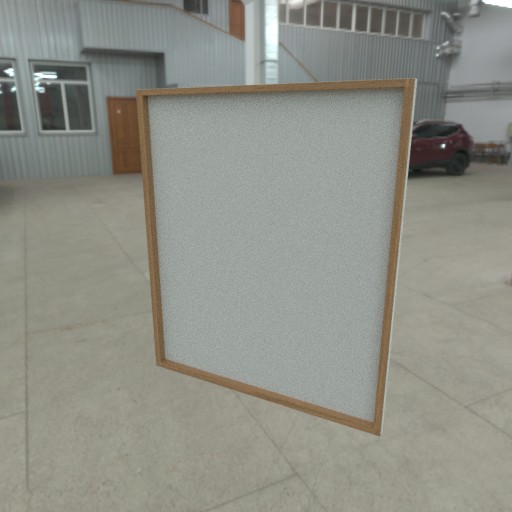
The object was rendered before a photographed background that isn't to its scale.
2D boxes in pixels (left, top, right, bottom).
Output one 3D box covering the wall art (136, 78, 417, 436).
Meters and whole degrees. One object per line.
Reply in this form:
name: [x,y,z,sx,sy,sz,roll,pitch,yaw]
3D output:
wall art: [0.000,0.000,0.984,0.609,0.710,0.021,9,19,27]
